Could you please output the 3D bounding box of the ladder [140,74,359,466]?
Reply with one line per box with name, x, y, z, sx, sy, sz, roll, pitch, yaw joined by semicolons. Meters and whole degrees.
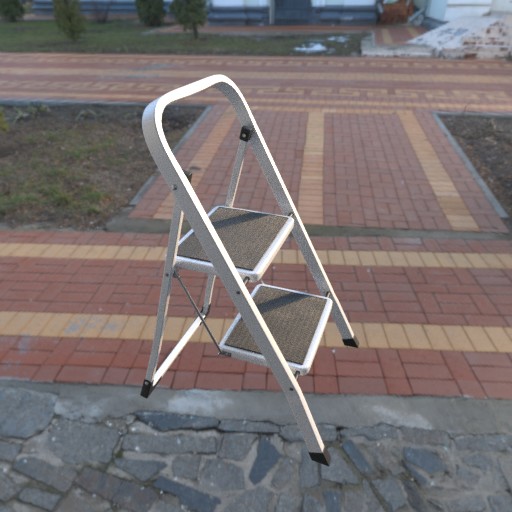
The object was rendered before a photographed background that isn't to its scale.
ladder;0.000;0.000;1.119;0.544;0.810;0.460;11;33;17
